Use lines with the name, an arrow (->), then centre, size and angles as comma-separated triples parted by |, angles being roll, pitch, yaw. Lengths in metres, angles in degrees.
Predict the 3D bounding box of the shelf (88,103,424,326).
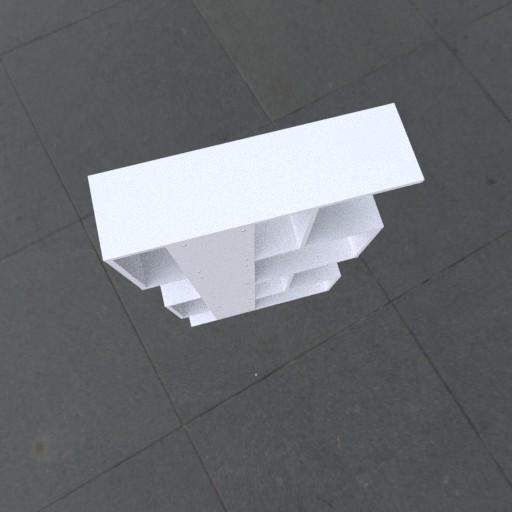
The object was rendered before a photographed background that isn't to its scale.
shelf -> 0.000, 0.000, 2.012 | 0.890, 1.650, 0.250 | -14, 75, -4
